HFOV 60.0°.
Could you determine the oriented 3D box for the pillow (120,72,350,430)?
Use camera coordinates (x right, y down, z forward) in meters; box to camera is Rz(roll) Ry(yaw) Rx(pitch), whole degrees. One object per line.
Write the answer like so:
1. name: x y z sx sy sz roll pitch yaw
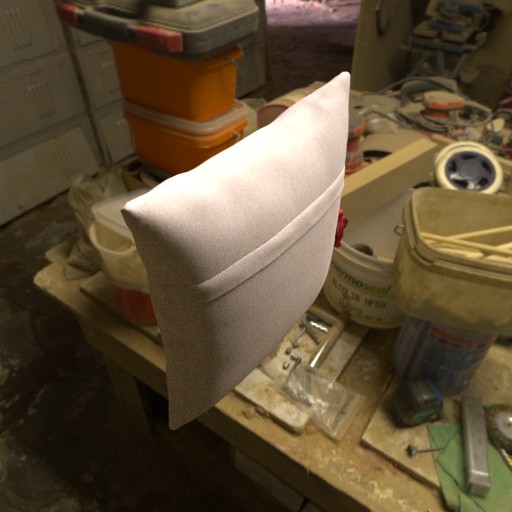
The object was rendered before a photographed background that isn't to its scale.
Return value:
1. pillow: 0.000 0.000 0.678 0.173 0.436 0.433 26 48 26
